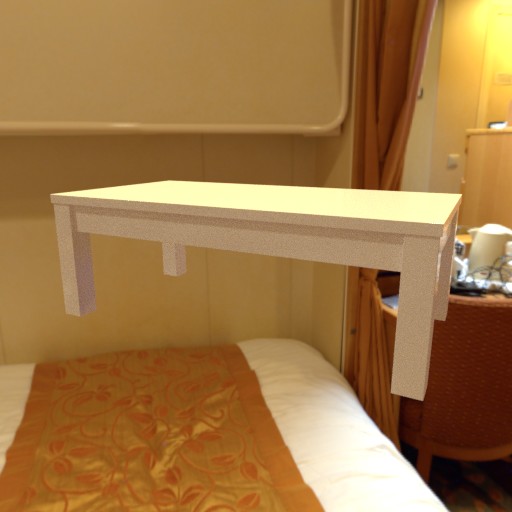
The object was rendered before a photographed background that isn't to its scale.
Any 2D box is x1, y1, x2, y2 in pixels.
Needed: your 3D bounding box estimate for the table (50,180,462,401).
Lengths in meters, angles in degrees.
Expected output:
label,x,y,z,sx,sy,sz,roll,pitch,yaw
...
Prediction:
label,x,y,z,sx,sy,sz,roll,pitch,yaw
table,0.000,0.000,1.694,1.350,0.470,0.700,7,16,27
